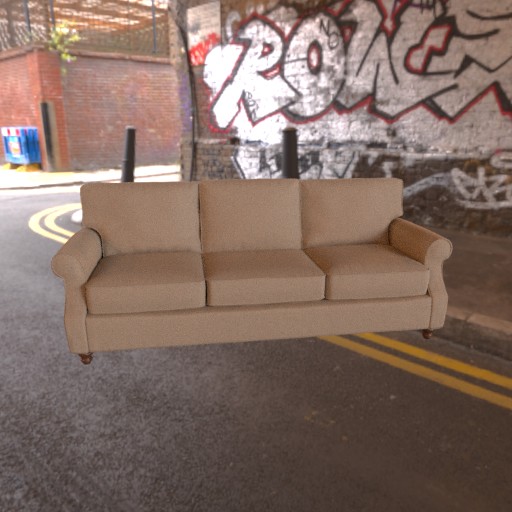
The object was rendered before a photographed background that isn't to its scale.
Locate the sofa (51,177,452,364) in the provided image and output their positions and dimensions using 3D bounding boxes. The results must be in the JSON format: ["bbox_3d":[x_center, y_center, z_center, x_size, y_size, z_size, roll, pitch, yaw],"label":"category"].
[{"bbox_3d":[0.000,0.000,2.894,2.354,0.948,0.966,-2,16,-8],"label":"sofa"}]
